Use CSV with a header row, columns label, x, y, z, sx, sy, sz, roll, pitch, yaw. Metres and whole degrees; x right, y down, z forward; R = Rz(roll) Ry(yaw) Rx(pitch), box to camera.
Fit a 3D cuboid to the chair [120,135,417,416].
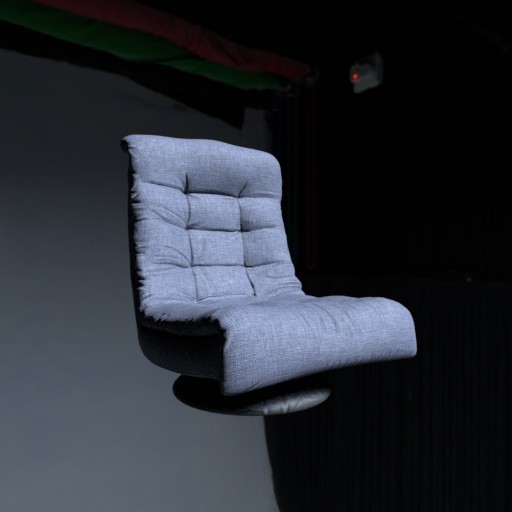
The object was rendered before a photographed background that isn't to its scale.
label,x,y,z,sx,sy,sz,roll,pitch,yaw
chair,0.000,0.000,1.228,0.597,0.749,0.668,0,0,-37
